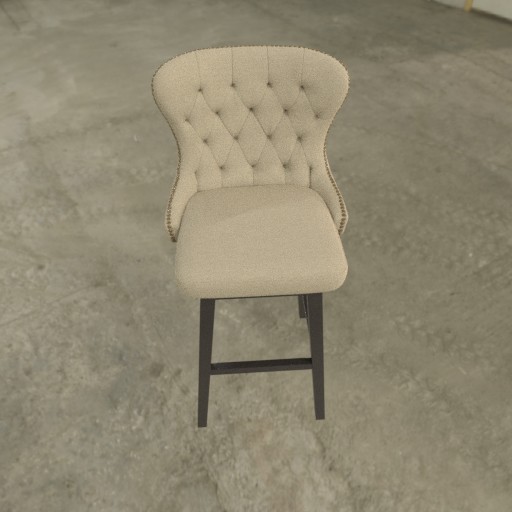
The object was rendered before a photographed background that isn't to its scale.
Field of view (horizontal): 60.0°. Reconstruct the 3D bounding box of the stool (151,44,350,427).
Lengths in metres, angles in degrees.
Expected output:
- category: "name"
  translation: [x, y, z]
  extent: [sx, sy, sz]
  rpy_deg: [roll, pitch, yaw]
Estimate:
- category: "stool"
  translation: [0.000, 0.000, 1.387]
  extent: [0.528, 1.066, 0.605]
  rpy_deg: [-3, 46, -3]
